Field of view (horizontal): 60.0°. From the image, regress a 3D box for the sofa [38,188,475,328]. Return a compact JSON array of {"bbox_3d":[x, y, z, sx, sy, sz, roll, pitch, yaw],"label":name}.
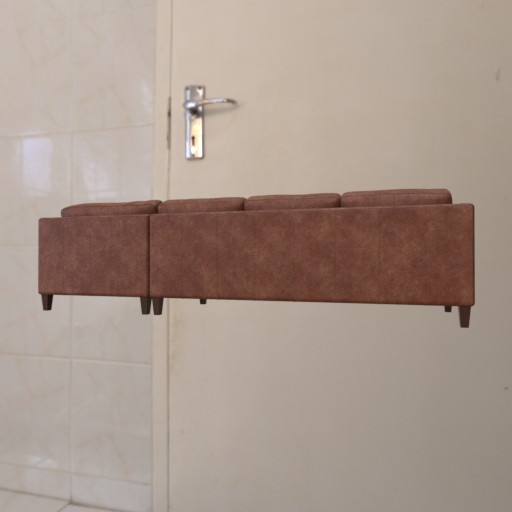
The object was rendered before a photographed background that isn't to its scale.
[{"bbox_3d":[0.000,0.000,3.847,3.203,0.883,1.581,0,-1,17],"label":"sofa"}]
